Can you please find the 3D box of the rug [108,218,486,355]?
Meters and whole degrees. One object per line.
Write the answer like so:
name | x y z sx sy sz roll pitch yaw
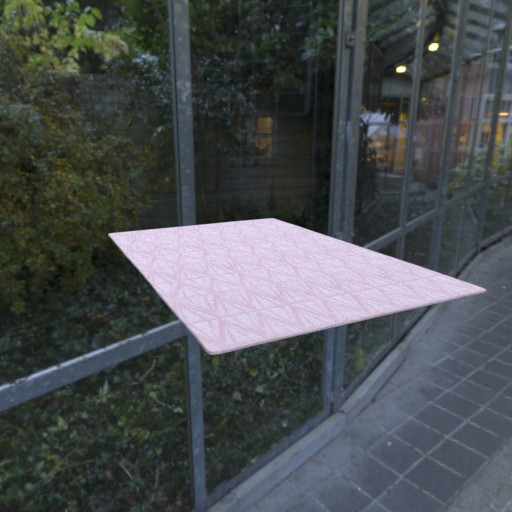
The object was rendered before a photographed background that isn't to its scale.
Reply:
rug | 0.000 0.000 3.058 1.609 0.015 2.390 -8 17 -26
